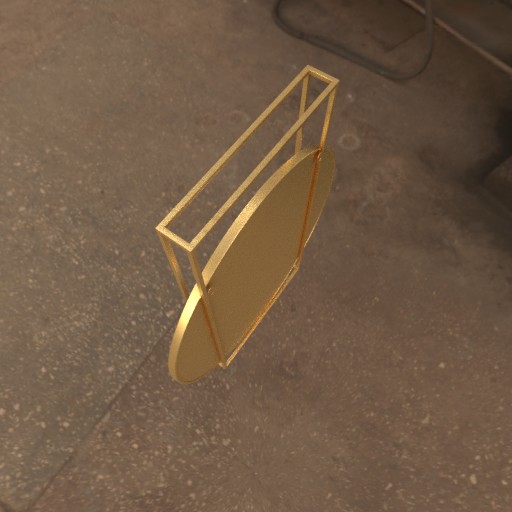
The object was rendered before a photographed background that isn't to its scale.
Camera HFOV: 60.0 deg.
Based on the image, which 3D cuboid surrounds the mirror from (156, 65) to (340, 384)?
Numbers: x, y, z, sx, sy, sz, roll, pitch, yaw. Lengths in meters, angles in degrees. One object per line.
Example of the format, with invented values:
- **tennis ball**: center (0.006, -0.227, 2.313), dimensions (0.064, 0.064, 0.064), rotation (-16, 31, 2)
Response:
- **mirror**: center (0.000, 0.000, 0.812), dimensions (0.051, 0.603, 0.508), rotation (33, 68, 15)
